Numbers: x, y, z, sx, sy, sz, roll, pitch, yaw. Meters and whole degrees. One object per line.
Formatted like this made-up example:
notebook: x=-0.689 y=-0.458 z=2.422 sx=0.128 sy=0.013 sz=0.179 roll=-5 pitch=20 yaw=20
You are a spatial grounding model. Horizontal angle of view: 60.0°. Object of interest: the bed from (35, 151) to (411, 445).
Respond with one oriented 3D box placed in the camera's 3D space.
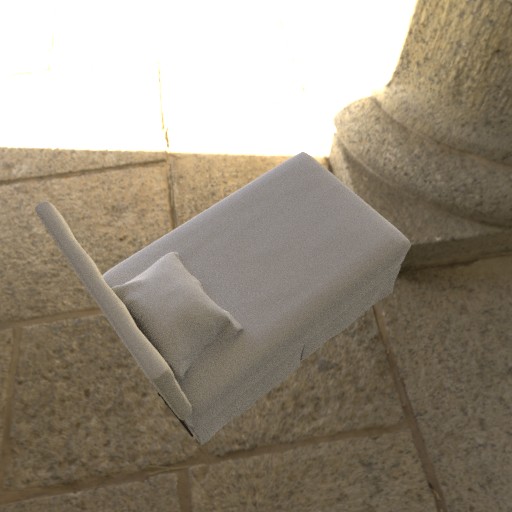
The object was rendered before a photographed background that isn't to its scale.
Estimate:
bed: x=0.000 y=0.000 z=2.979 sx=1.997 sy=1.571 sz=1.261 roll=-35 pitch=65 yaw=-19
